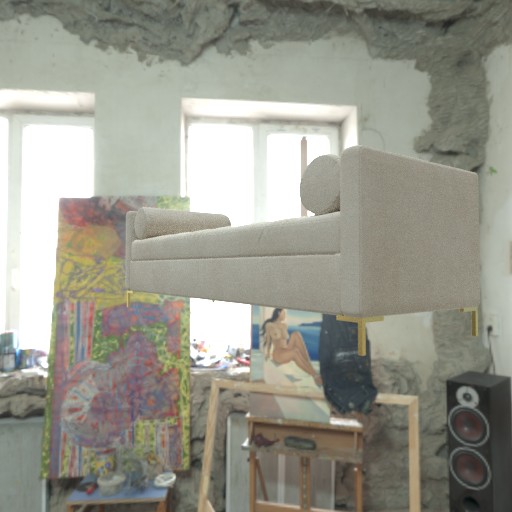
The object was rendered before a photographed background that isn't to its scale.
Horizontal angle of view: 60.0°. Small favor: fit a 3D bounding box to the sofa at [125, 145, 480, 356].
[{"bbox_3d":[0.000,0.000,2.288,0.686,0.635,1.981,1,-2,-36],"label":"sofa"}]
